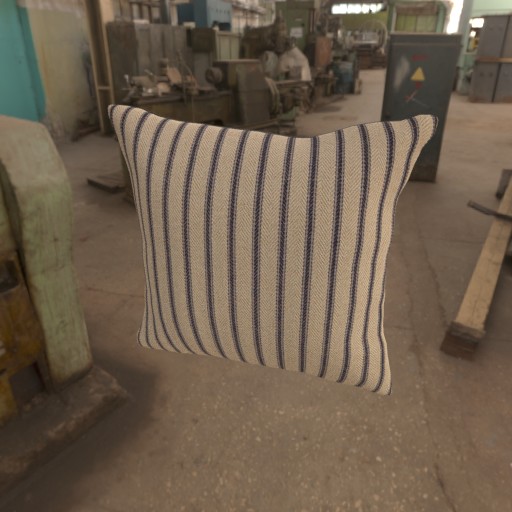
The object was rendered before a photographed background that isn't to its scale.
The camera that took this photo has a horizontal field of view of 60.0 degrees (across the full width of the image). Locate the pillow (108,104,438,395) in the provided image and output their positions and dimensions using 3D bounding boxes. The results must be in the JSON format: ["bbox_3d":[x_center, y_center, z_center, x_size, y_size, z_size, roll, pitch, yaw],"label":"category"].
[{"bbox_3d":[0.000,0.000,0.695,0.468,0.444,0.138,7,27,15],"label":"pillow"}]
